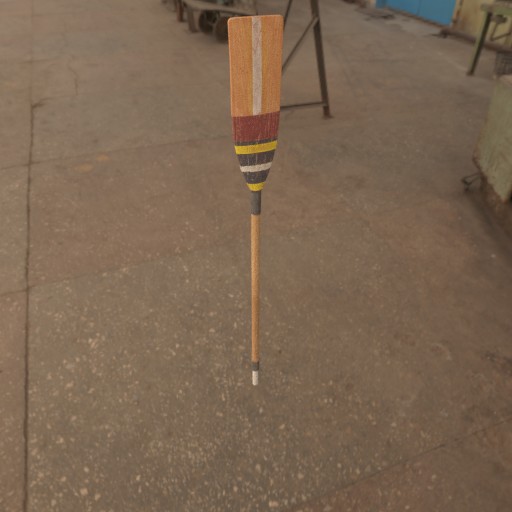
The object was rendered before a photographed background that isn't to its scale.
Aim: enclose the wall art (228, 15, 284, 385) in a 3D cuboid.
[{"bbox_3d":[0.000,0.000,1.606,0.146,1.556,0.038,-12,41,-14],"label":"wall art"}]
